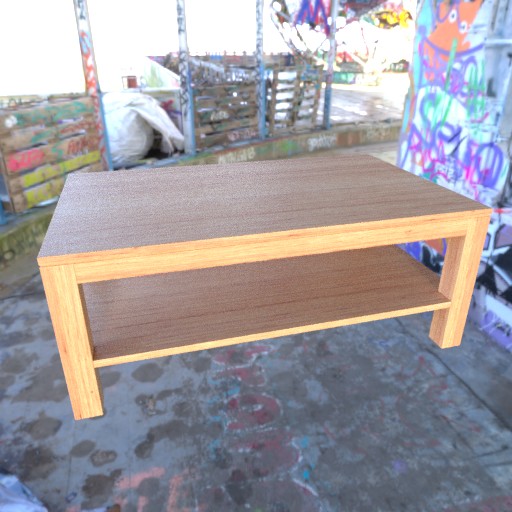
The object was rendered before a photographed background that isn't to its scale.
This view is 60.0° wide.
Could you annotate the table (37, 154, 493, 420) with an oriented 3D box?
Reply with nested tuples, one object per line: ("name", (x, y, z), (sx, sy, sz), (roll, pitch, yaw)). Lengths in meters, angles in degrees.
("table", (0.000, 0.000, 1.465), (1.146, 0.457, 0.695), (-7, 26, -14))
